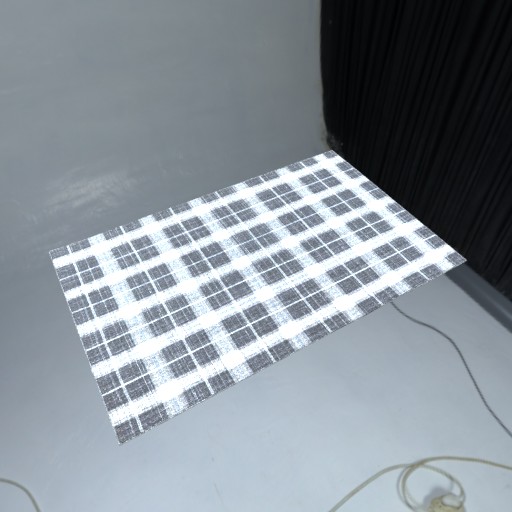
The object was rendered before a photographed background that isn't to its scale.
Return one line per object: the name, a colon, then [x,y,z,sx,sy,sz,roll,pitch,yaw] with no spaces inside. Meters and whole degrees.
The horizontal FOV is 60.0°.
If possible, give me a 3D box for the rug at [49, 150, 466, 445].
rug: [0.000,0.000,3.029,2.434,0.015,1.520,-23,51,-20]
